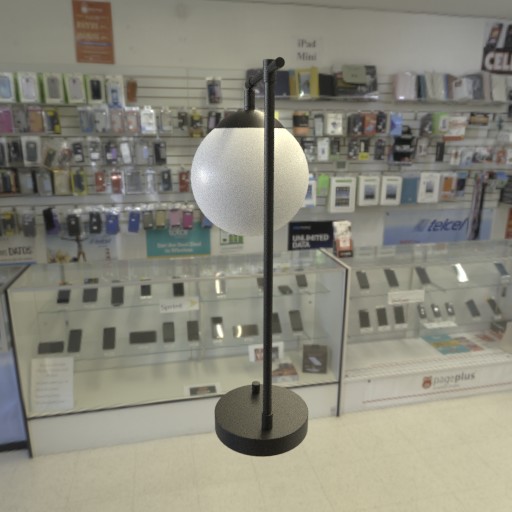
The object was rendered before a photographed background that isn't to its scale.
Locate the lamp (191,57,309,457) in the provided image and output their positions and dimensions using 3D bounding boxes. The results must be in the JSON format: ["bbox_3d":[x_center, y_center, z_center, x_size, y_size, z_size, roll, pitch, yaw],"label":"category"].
[{"bbox_3d":[0.000,0.000,0.721,0.197,0.559,0.316,-3,15,-10],"label":"lamp"}]
